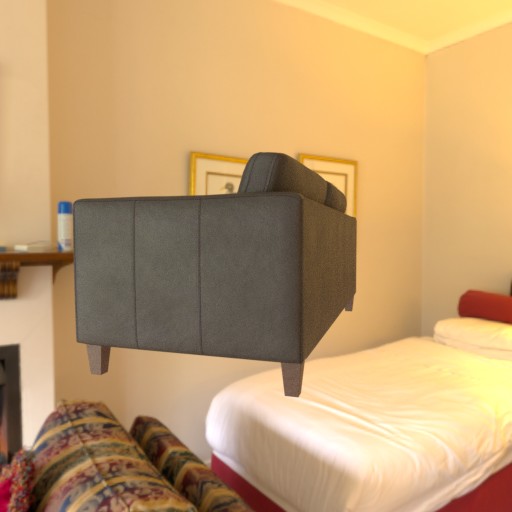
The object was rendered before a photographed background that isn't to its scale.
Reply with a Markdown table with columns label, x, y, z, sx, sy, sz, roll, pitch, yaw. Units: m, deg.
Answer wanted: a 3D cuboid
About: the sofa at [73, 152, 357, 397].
| label | x | y | z | sx | sy | sz | roll | pitch | yaw |
| --- | --- | --- | --- | --- | --- | --- | --- | --- | --- |
| sofa | 0.000 | 0.000 | 2.477 | 0.933 | 0.863 | 1.971 | 1 | 3 | 18 |
